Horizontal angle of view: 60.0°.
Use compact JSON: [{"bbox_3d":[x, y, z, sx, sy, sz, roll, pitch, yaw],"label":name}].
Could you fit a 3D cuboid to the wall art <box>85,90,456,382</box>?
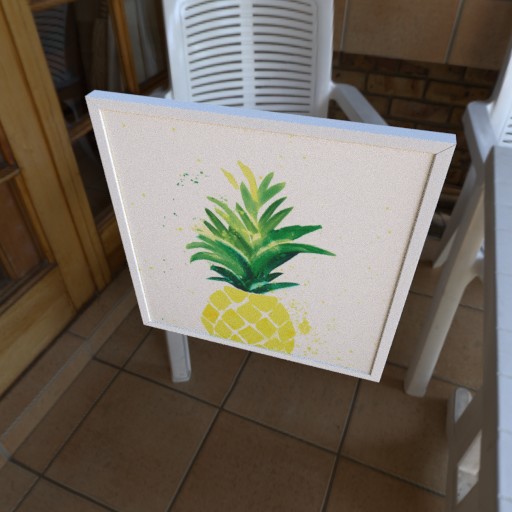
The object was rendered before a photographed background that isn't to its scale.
[{"bbox_3d":[0.000,0.000,1.144,0.763,0.761,0.038,11,42,12],"label":"wall art"}]
